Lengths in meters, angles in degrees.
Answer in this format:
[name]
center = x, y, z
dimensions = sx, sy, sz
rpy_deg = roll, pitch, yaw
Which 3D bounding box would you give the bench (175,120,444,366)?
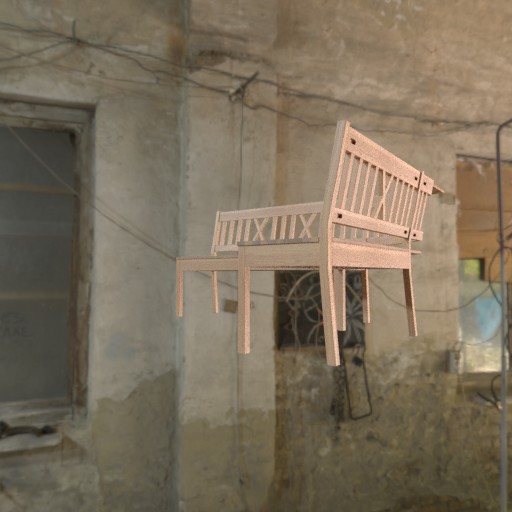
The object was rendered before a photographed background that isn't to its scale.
[bench]
center = 0.000, 0.000, 2.788
dimensions = 1.937, 0.902, 1.537
rpy_deg = -2, -3, 36
